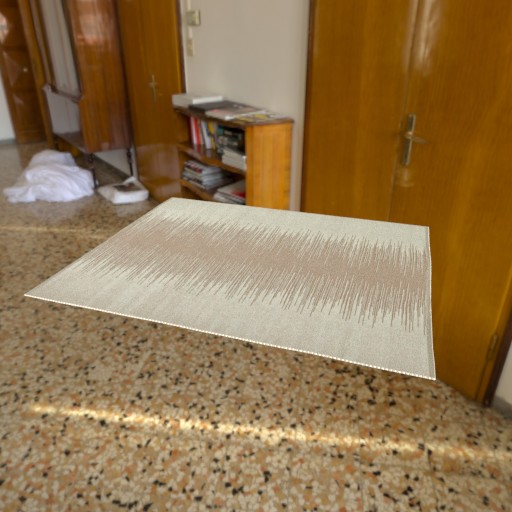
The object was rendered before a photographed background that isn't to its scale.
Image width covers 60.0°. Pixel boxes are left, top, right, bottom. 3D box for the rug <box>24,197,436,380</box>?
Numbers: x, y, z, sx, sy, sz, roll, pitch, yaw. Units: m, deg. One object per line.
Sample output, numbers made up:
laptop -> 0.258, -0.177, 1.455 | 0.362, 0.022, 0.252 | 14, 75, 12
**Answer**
rug -> 0.000, 0.000, 4.076 | 3.048, 0.013, 2.438 | 8, 28, 16
